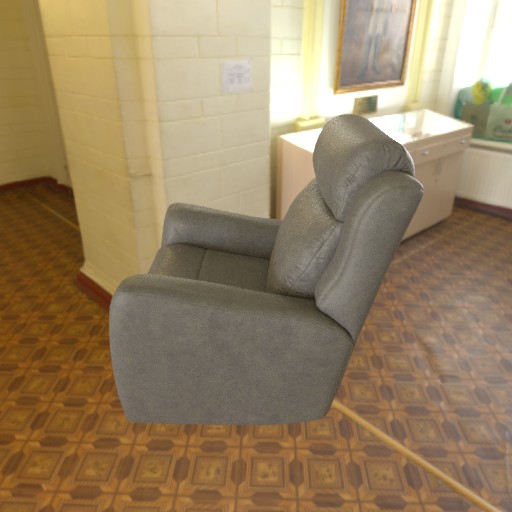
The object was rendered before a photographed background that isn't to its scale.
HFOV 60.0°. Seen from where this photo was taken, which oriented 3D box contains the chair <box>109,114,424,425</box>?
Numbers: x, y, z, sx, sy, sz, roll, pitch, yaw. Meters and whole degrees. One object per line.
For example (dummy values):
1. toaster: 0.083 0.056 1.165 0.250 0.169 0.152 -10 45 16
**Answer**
1. chair: 0.000 0.000 1.927 1.068 1.116 0.965 1 26 2
